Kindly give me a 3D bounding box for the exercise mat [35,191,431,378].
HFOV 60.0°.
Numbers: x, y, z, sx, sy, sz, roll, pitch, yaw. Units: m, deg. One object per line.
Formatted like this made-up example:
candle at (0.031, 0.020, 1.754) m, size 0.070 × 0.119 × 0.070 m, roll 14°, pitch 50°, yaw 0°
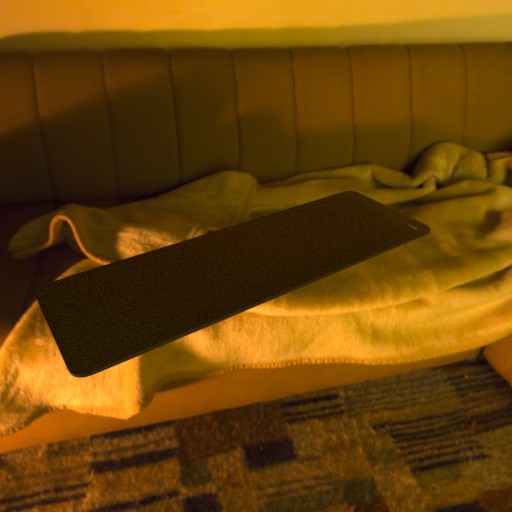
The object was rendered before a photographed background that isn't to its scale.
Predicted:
exercise mat at (0.000, 0.000, 2.106) m, size 1.869 × 0.021 × 0.616 m, roll -20°, pitch 37°, yaw -28°
